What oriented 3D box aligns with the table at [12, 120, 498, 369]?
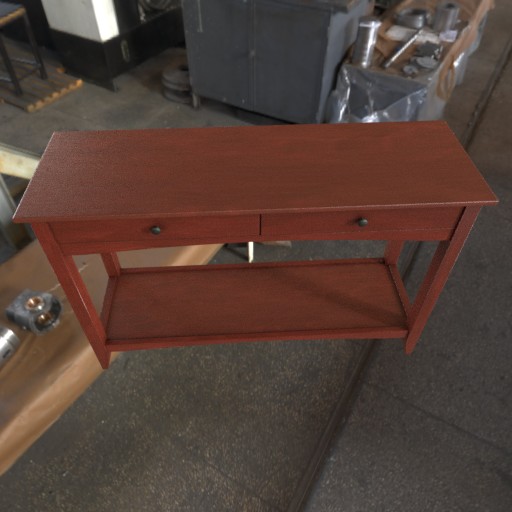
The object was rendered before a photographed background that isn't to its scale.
[{"bbox_3d":[0.000,0.000,1.478,1.188,0.739,0.392,-2,47,-2],"label":"table"}]
